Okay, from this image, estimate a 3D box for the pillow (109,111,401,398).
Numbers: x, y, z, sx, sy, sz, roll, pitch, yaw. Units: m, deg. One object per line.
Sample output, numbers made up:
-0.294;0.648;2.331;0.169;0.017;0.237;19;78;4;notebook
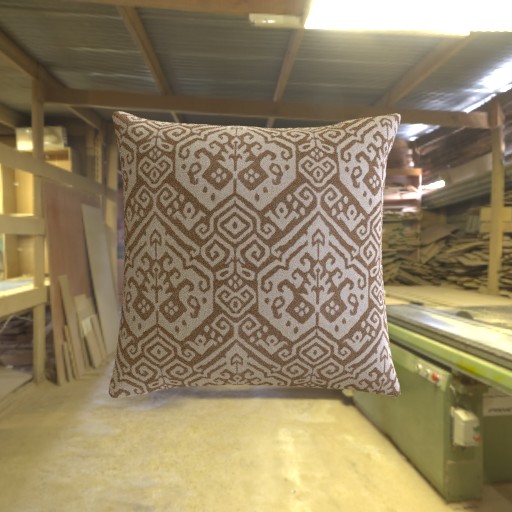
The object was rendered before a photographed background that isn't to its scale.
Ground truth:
0.000;0.000;0.634;0.419;0.407;0.173;0;1;-2;pillow
